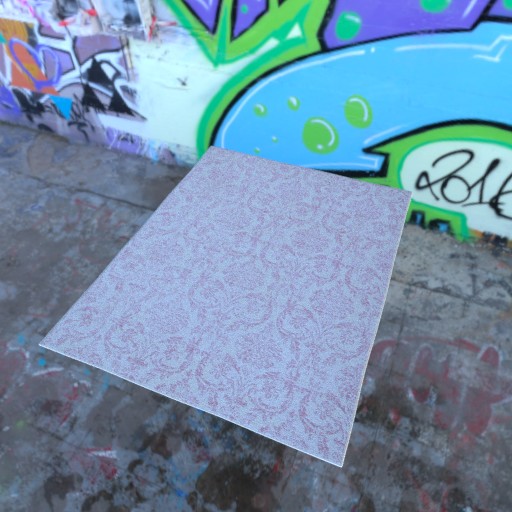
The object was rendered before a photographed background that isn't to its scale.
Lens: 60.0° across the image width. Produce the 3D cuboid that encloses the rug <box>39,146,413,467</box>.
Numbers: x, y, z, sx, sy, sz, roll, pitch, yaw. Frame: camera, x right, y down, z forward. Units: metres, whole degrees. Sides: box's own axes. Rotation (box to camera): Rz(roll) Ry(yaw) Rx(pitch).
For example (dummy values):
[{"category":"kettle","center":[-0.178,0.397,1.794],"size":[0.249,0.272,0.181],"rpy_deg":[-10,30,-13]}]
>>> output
[{"category":"rug","center":[0.000,0.000,4.023],"size":[2.363,0.012,2.980],"rpy_deg":[16,48,15]}]
